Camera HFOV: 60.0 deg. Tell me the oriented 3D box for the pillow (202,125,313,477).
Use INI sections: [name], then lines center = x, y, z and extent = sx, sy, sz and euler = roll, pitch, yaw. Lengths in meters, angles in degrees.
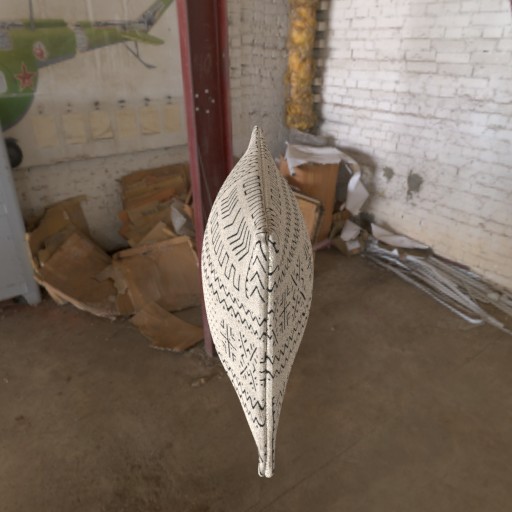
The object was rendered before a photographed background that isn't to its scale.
[pillow]
center = 0.000, 0.000, 0.791
extent = 0.188, 0.352, 0.637
euler = 0, 26, 0
